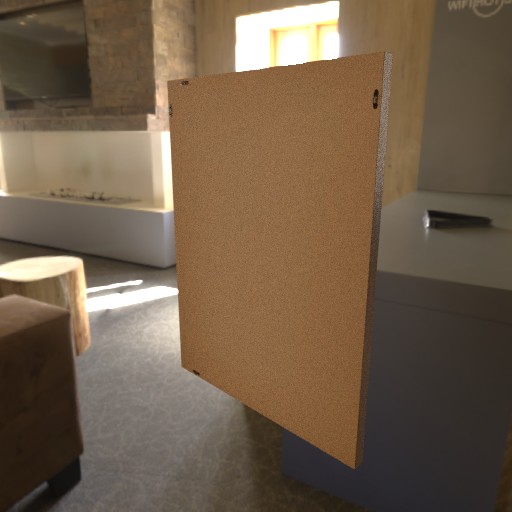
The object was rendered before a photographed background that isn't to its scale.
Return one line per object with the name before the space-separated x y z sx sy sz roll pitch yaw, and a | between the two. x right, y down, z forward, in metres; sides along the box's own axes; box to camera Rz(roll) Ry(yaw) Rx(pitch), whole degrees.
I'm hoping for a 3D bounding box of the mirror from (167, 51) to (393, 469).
mirror | 0.000 0.000 1.302 0.762 1.016 0.041 15 21 42
